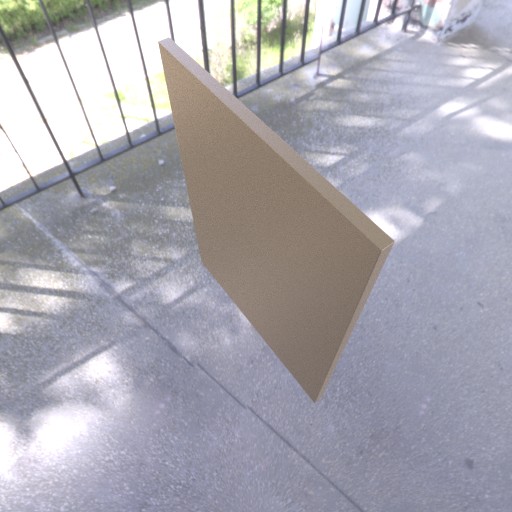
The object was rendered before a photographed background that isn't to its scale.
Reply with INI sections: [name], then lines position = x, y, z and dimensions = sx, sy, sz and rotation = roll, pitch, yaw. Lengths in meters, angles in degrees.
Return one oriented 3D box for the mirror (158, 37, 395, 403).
[mirror]
position = 0.000, 0.000, 1.351
dimensions = 0.032, 1.023, 0.756
rotation = -32, 63, -19
